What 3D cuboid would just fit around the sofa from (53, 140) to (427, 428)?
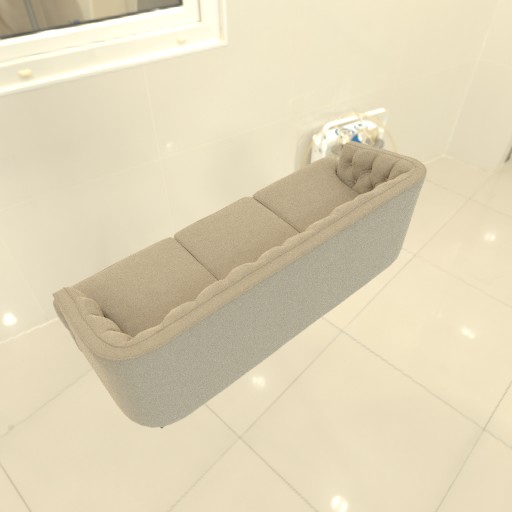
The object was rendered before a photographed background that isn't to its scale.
[{"bbox_3d":[0.000,0.000,2.780,2.278,0.855,0.941,-31,53,-27],"label":"sofa"}]
